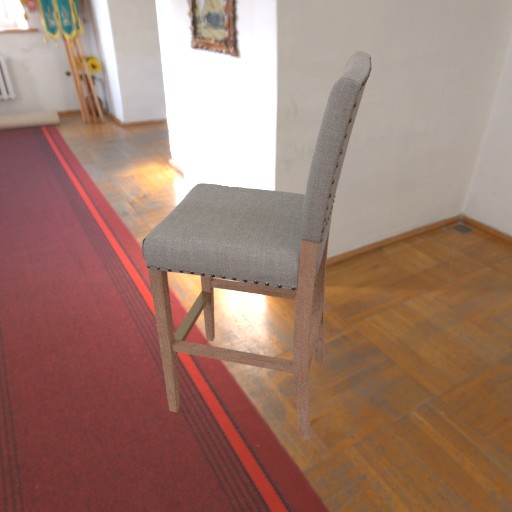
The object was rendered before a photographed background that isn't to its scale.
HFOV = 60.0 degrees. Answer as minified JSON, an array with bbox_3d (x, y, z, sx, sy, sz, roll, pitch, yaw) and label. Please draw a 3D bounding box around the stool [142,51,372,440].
[{"bbox_3d":[0.000,0.000,1.463,0.585,1.203,0.445,8,33,13],"label":"stool"}]
